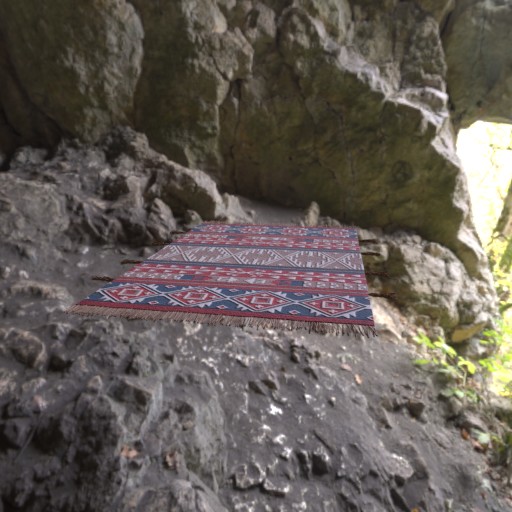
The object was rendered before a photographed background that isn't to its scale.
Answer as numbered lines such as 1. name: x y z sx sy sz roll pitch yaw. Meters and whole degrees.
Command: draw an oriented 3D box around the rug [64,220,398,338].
1. rug: 0.000 0.000 2.623 1.469 0.040 2.025 3 15 10
